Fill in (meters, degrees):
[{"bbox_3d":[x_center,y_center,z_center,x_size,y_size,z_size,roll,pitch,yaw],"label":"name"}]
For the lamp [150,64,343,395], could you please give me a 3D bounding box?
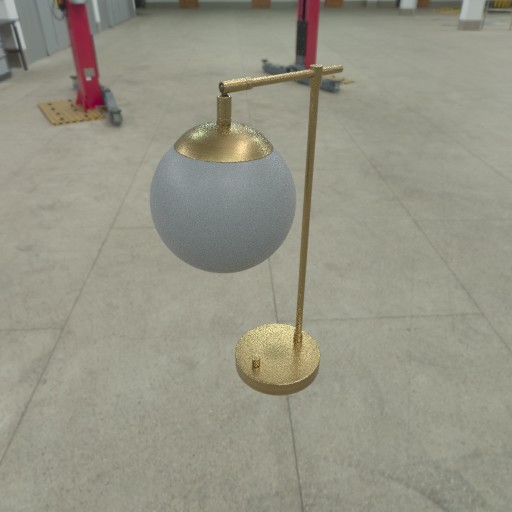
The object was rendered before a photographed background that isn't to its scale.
[{"bbox_3d":[0.000,0.000,0.726,0.324,0.559,0.207,-23,39,-31],"label":"lamp"}]
